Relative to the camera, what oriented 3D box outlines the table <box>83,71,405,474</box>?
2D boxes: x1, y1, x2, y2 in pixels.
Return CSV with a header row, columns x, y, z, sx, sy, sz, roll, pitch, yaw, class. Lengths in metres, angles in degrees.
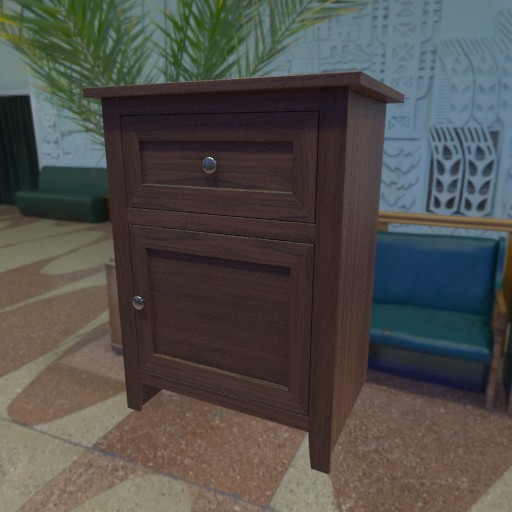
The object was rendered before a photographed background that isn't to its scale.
x,y,z,sx,sy,sz,roll,pitch,yaw,class
0.000,0.000,0.910,0.480,0.636,0.381,7,17,25,table
